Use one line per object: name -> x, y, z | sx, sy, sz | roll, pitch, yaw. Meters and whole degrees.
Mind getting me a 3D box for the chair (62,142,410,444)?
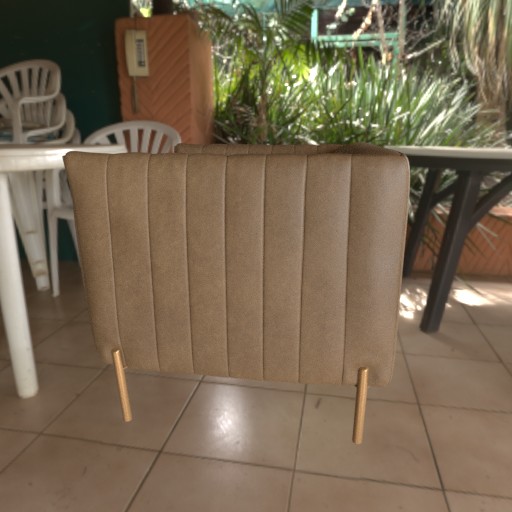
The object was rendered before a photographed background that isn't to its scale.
chair -> 0.000, 0.000, 1.588 | 0.876, 0.779, 0.981 | 3, 16, 9
